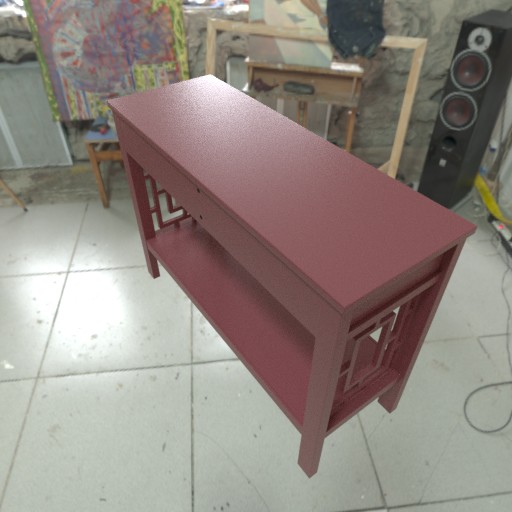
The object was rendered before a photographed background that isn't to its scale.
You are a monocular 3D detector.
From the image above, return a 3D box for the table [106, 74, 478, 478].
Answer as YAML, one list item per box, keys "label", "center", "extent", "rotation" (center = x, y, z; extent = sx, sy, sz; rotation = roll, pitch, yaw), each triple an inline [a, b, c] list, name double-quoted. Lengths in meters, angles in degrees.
- label: "table"
  center: [0.000, 0.000, 1.418]
  extent: [0.397, 0.753, 1.068]
  rotation: [-26, 48, -26]
